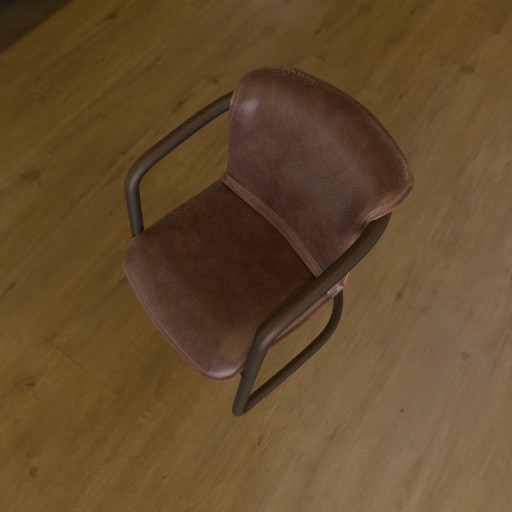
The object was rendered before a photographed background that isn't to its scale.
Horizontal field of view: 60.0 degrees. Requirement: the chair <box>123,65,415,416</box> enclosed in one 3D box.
[{"bbox_3d":[0.000,0.000,1.249,0.664,0.836,0.536,-36,69,-16],"label":"chair"}]
